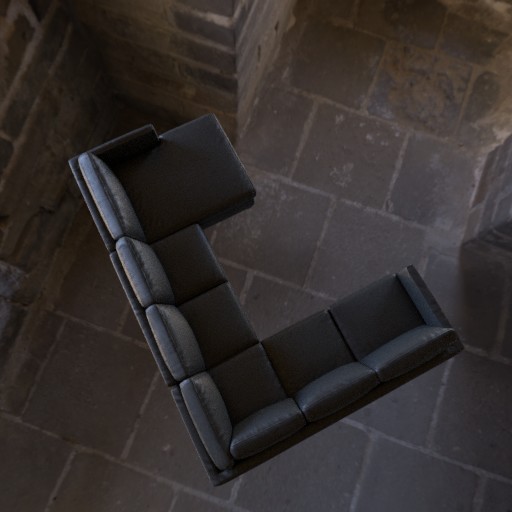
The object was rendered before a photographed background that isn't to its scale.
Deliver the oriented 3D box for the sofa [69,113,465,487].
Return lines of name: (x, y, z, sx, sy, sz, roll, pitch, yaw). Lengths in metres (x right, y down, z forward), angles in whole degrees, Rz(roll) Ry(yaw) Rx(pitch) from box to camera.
sofa: (0.000, 0.000, 4.532, 2.593, 0.923, 3.460, -26, 77, -7)
